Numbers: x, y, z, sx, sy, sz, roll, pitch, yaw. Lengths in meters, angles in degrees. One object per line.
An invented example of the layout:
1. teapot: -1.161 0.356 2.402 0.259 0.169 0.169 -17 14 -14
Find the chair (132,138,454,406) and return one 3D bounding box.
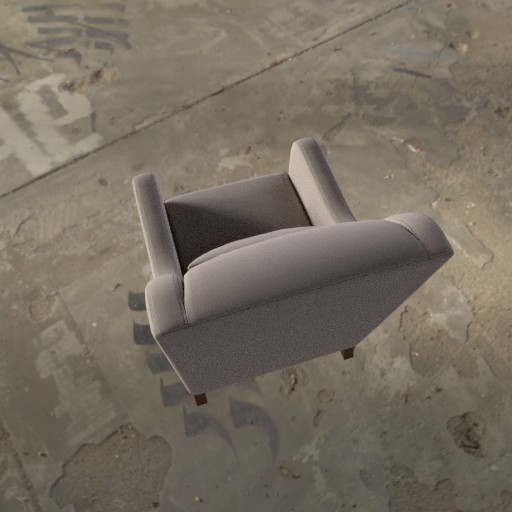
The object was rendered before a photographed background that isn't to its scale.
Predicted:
1. chair: 0.000 0.000 1.577 0.715 1.010 0.863 -15 58 -10
